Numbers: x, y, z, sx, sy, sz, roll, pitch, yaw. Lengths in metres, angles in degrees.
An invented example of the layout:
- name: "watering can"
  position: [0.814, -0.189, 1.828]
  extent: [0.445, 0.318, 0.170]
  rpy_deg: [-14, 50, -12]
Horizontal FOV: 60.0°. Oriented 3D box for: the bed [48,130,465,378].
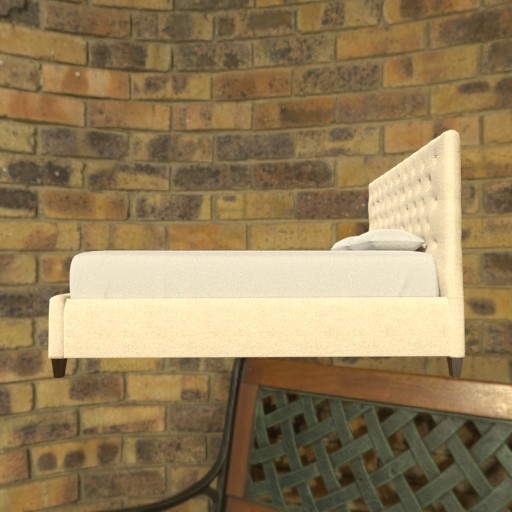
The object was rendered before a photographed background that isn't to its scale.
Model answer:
- name: "bed"
  position: [0.000, 0.000, 3.365]
  extent: [2.387, 1.427, 1.698]
  rpy_deg: [0, -1, -1]
